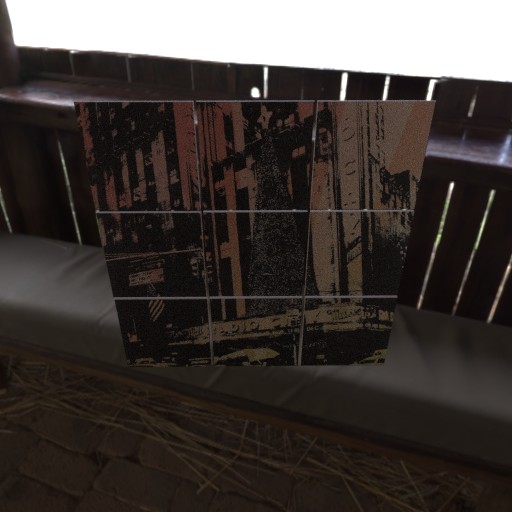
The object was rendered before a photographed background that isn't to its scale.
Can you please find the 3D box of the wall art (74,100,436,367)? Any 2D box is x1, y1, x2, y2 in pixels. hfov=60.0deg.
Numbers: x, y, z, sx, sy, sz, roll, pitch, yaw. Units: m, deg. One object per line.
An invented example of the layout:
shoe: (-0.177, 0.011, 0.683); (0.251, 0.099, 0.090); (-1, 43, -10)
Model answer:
wall art: (0.000, 0.000, 2.259); (1.527, 1.521, 0.017); (0, 31, 0)
